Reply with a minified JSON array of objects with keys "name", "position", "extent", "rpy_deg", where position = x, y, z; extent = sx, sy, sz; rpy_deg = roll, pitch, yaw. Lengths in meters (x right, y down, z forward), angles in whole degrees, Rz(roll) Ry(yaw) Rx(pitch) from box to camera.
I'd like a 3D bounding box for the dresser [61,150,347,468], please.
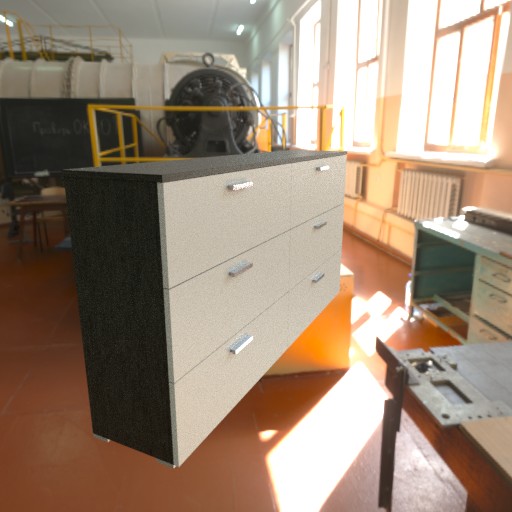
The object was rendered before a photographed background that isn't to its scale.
[{"name":"dresser","position":[0.000,0.000,1.815],"extent":[0.333,0.790,1.535],"rpy_deg":[8,17,25]}]
